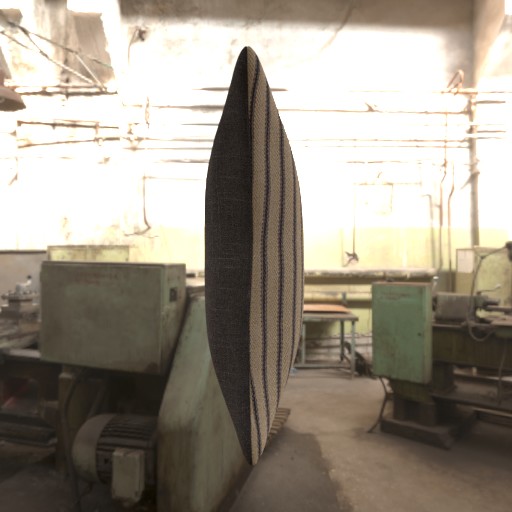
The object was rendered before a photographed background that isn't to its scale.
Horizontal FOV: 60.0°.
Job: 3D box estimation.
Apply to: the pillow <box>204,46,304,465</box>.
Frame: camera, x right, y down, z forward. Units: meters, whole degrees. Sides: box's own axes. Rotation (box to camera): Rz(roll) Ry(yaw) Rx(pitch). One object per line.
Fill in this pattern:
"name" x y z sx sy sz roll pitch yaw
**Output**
"pillow" 0.000 0.000 0.687 0.138 0.444 0.468 0 -1 2
